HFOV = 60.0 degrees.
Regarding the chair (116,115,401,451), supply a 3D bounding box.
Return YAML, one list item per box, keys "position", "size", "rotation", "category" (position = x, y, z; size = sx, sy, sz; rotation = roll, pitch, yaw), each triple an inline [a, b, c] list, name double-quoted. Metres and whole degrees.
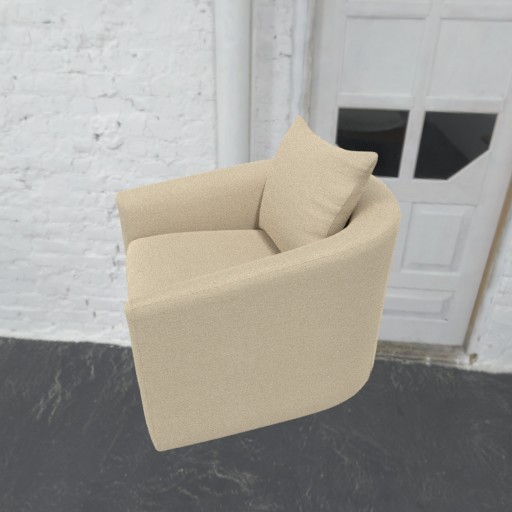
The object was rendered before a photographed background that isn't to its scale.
- position: [0.000, 0.000, 1.587]
  size: [0.910, 0.848, 0.845]
  rotation: [-8, 30, -15]
  category: "chair"
